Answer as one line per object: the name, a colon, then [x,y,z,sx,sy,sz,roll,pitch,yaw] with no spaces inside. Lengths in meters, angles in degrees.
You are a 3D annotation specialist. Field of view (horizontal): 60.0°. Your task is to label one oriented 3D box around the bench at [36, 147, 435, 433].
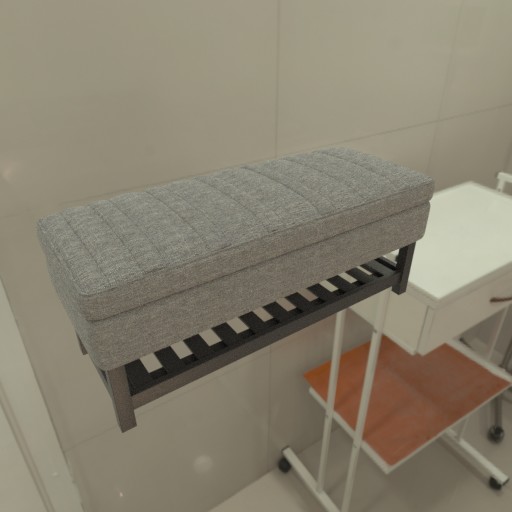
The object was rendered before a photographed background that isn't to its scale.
bench: [0.000,0.000,1.338,1.100,0.470,0.429,-19,36,-29]
